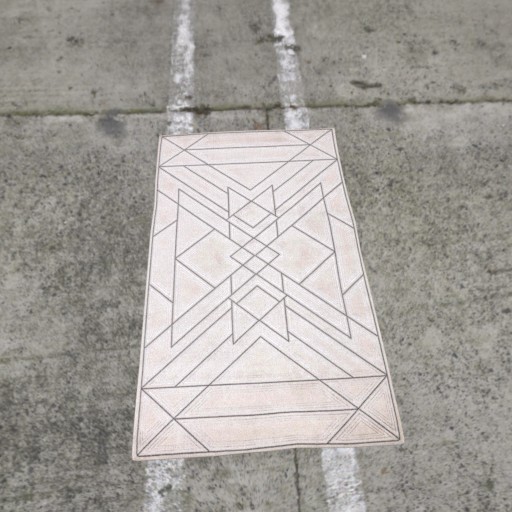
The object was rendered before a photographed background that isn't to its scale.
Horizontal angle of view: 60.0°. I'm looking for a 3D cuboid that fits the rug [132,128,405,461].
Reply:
[{"bbox_3d":[0.000,0.000,1.057,0.511,0.008,0.869,-3,57,-2],"label":"rug"}]
